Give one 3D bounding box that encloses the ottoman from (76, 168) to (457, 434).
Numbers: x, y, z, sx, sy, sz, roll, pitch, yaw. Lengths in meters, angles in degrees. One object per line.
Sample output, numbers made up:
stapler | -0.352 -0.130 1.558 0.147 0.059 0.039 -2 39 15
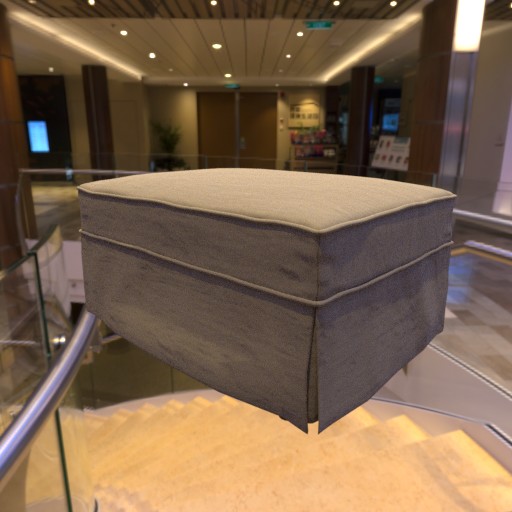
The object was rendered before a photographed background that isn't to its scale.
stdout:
ottoman | 0.000 0.000 1.304 0.944 0.479 0.703 14 21 41
